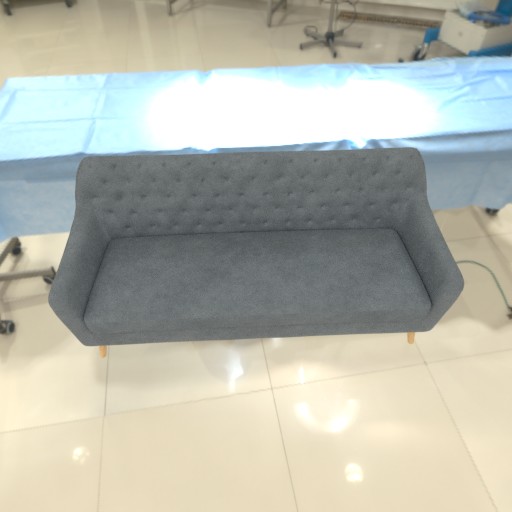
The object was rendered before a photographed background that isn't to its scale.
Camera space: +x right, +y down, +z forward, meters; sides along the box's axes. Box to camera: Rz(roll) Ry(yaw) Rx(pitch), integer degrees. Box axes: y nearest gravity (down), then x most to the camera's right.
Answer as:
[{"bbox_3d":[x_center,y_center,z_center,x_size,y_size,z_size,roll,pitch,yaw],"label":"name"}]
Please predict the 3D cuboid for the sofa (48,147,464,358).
[{"bbox_3d":[0.000,0.000,2.424,1.975,0.832,0.841,-2,47,-2],"label":"sofa"}]
